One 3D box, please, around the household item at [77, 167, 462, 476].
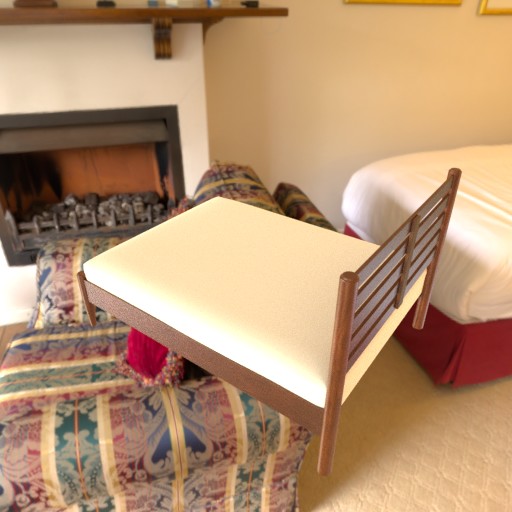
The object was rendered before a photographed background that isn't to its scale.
[{"bbox_3d":[0.000,0.000,3.309,2.232,1.356,1.663,21,37,30],"label":"household item"}]
